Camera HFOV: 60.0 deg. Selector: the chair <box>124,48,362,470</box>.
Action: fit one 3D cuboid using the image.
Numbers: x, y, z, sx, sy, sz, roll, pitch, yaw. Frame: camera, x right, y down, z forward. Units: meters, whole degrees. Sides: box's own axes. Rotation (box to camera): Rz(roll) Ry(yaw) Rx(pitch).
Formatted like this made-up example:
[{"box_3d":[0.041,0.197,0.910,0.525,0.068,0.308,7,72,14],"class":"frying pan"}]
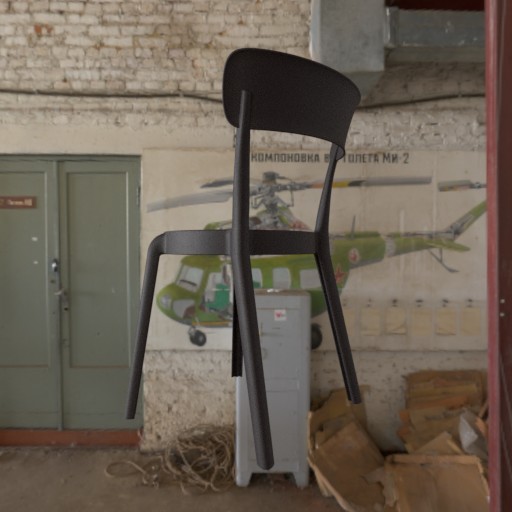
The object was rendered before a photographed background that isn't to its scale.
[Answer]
[{"box_3d":[0.000,0.000,1.112,0.491,0.790,0.506,1,1,36],"class":"chair"}]
